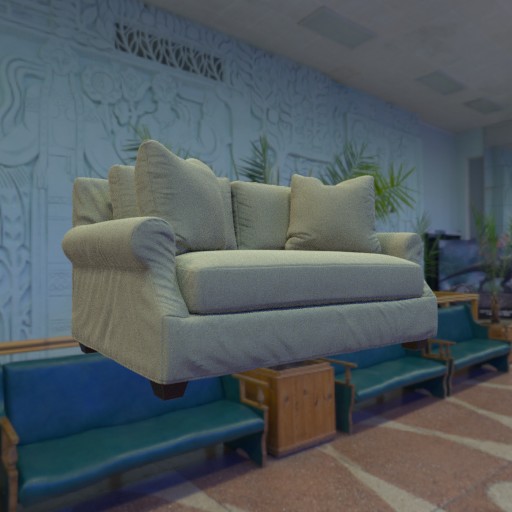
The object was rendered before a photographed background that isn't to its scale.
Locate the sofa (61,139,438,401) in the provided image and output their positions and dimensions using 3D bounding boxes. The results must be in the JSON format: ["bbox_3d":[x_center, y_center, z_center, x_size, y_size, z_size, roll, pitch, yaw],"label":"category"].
[{"bbox_3d":[0.000,0.000,2.126,1.550,0.905,1.070,0,-1,-36],"label":"sofa"}]
